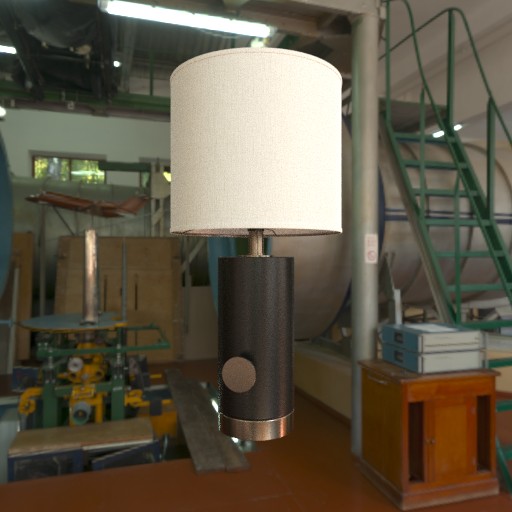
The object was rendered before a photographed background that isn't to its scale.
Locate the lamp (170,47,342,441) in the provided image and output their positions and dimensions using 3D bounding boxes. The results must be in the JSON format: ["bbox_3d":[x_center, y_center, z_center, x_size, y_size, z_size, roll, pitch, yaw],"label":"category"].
[{"bbox_3d":[0.000,0.000,0.632,0.241,0.482,0.240,0,0,17],"label":"lamp"}]
